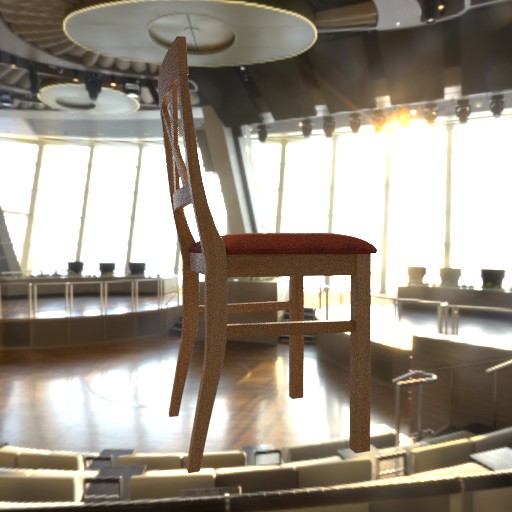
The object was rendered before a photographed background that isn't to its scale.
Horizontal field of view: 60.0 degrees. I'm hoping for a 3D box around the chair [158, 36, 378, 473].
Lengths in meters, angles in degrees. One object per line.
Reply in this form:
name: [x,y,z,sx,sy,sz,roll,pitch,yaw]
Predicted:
chair: [0.000,0.000,1.163,0.492,0.912,0.439,0,1,-18]
